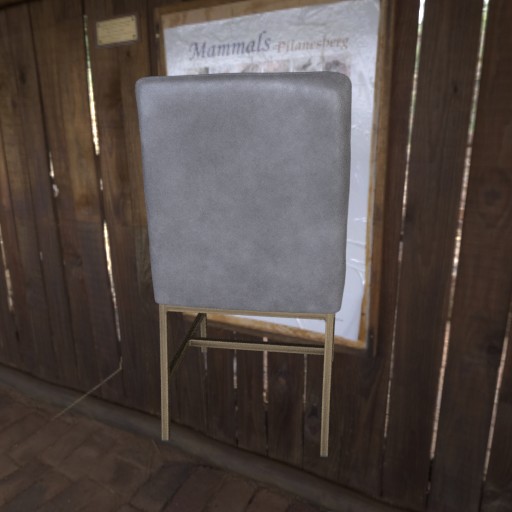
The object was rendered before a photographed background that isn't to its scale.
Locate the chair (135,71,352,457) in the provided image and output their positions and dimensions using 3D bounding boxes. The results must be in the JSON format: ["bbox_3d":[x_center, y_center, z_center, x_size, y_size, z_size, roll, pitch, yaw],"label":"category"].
[{"bbox_3d":[0.000,0.000,1.243,0.508,0.889,0.587,2,15,8],"label":"chair"}]
